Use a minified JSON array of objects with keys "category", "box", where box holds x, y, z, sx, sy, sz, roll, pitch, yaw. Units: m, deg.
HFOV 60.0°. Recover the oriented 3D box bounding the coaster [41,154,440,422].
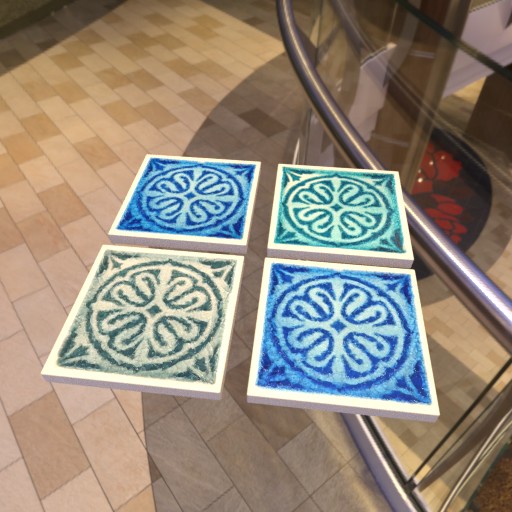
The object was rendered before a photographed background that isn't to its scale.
[{"category":"coaster","box":[0.000,0.000,0.316,0.219,0.010,0.214,5,47,4]}]
